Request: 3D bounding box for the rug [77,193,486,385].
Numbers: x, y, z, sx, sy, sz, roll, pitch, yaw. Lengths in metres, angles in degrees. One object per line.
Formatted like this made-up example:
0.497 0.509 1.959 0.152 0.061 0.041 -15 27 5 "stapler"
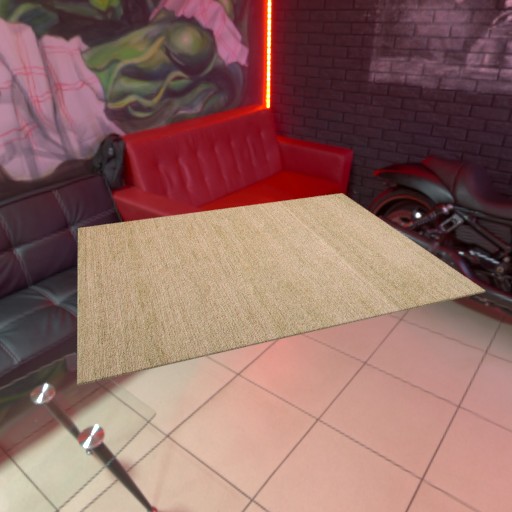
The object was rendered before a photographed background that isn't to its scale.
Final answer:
0.000 0.000 4.218 3.198 0.016 2.425 -10 30 -17 "rug"
